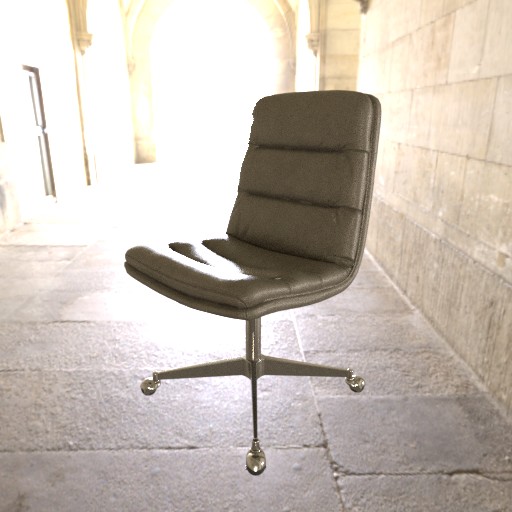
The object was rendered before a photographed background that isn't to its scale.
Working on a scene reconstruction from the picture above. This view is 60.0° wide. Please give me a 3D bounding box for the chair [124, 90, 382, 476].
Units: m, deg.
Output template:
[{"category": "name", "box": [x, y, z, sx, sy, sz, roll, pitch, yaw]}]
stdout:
[{"category": "chair", "box": [0.000, 0.000, 1.038, 0.422, 0.738, 0.485, 16, 24, 40]}]
